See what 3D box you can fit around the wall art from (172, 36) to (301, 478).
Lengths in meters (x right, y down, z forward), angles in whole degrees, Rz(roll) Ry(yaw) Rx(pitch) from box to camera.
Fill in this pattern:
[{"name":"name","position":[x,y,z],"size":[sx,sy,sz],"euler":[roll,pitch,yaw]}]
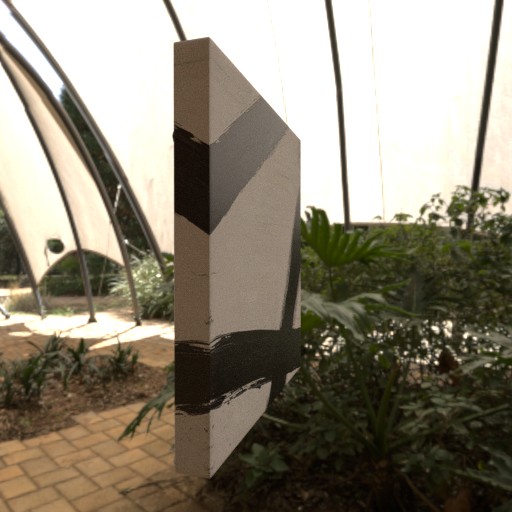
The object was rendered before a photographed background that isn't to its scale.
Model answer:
[{"name":"wall art","position":[0.000,0.000,0.754],"size":[0.050,0.508,0.507],"euler":[0,1,18]}]
